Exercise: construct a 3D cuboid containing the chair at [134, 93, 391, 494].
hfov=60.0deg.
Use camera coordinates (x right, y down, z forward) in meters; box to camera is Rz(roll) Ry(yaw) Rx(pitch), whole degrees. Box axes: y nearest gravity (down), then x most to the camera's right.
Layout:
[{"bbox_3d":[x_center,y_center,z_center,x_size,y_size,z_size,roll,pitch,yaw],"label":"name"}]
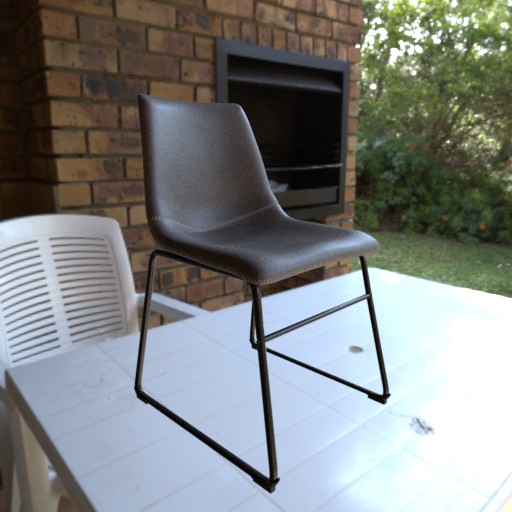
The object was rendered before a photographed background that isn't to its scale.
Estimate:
[{"bbox_3d":[0.000,0.000,1.101,0.550,0.780,0.460,13,18,43],"label":"chair"}]
